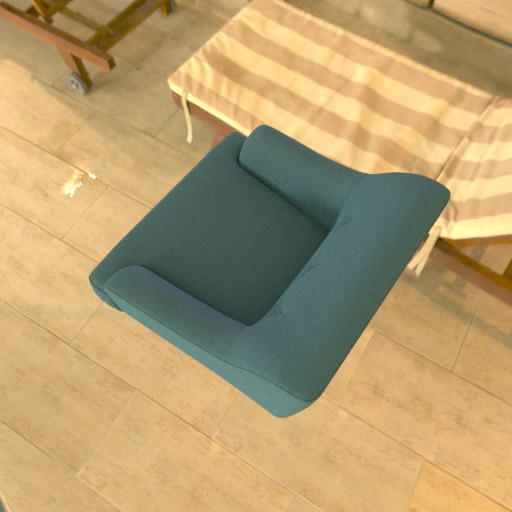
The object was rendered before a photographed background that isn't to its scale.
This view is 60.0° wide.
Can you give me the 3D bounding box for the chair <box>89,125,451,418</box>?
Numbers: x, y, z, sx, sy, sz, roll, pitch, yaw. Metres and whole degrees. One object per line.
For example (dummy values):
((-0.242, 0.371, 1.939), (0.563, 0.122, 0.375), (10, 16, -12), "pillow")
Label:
((0.000, 0.000, 1.703), (0.951, 0.818, 0.946), (34, 69, 15), "chair")
